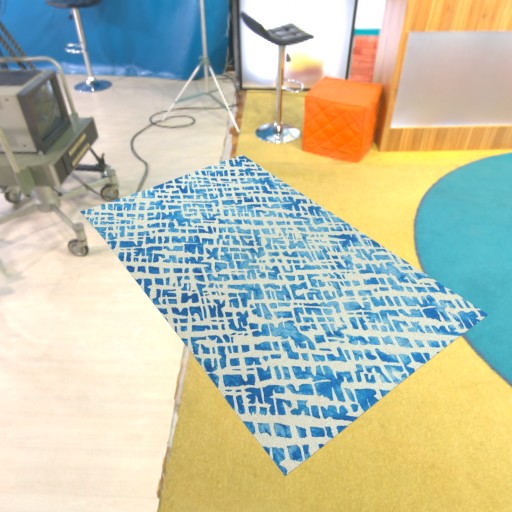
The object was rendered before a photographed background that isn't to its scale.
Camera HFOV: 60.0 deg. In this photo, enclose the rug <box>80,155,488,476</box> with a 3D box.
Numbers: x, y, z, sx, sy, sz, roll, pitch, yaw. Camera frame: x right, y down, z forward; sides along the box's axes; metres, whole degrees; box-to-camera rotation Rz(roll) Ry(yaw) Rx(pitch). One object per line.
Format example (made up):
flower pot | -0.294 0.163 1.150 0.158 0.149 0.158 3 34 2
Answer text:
rug | 0.000 0.000 2.959 1.520 0.011 2.447 -26 47 -27
